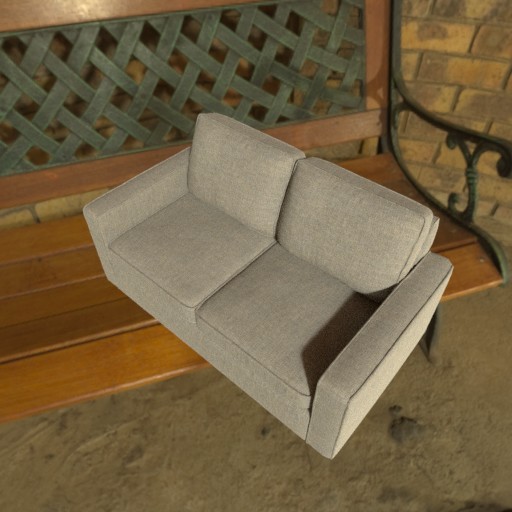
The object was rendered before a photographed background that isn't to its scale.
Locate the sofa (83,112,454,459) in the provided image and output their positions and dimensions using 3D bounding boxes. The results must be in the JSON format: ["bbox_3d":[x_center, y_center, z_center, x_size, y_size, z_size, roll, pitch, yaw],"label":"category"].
[{"bbox_3d":[0.000,0.000,2.311,1.706,0.915,0.945,32,53,27],"label":"sofa"}]
